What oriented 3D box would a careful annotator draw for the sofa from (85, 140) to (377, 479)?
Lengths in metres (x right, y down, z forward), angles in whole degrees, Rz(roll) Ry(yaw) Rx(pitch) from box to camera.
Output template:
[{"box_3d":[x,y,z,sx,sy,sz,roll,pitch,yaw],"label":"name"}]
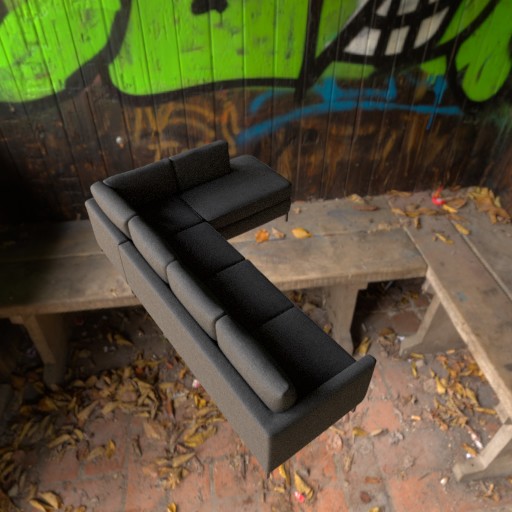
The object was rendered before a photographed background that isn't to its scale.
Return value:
[{"box_3d":[0.000,0.000,3.934,1.984,0.858,2.972,-26,48,-26],"label":"sofa"}]
